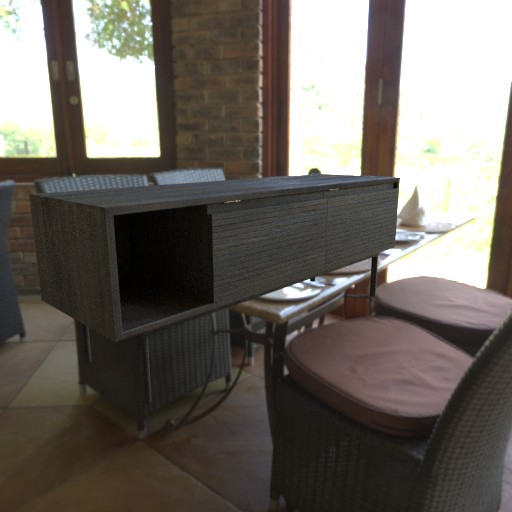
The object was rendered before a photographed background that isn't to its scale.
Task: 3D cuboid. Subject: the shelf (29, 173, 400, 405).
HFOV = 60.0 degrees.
[{"bbox_3d":[0.000,0.000,1.536,0.400,0.495,1.300,13,19,42],"label":"shelf"}]
